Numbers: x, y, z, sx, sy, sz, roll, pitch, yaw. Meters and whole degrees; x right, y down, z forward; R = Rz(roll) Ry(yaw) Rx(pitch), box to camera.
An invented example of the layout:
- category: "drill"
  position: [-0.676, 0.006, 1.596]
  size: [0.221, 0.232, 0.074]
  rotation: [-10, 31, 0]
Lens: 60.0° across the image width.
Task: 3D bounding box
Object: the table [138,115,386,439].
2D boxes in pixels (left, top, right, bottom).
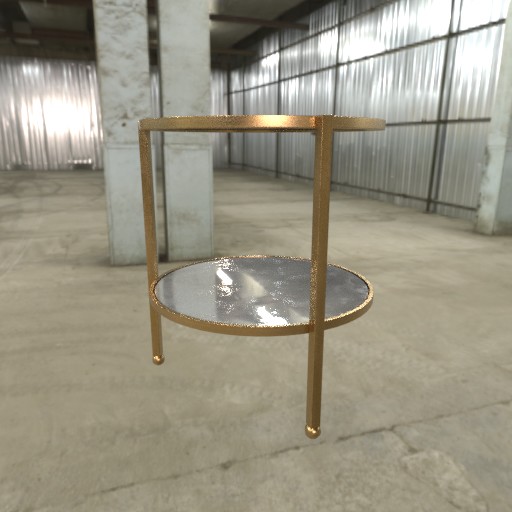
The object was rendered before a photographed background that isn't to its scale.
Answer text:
- category: "table"
  position: [0.000, 0.000, 0.464]
  size: [0.243, 0.269, 0.231]
  rotation: [2, 15, 8]
